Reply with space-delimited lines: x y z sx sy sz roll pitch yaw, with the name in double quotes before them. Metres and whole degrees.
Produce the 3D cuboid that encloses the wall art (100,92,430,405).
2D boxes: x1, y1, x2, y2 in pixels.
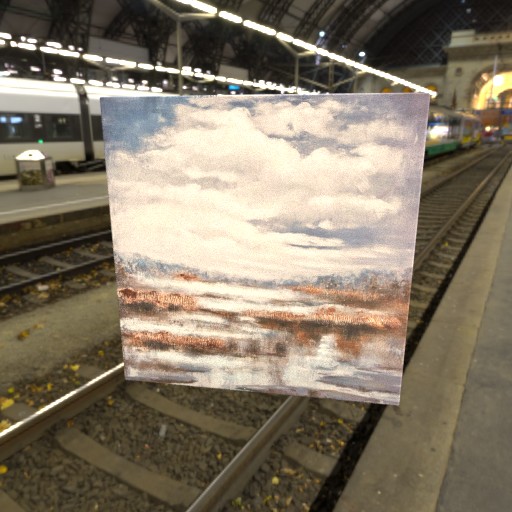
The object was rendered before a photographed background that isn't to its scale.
"wall art" 0.000 0.000 1.313 0.888 0.897 0.035 3 16 9
